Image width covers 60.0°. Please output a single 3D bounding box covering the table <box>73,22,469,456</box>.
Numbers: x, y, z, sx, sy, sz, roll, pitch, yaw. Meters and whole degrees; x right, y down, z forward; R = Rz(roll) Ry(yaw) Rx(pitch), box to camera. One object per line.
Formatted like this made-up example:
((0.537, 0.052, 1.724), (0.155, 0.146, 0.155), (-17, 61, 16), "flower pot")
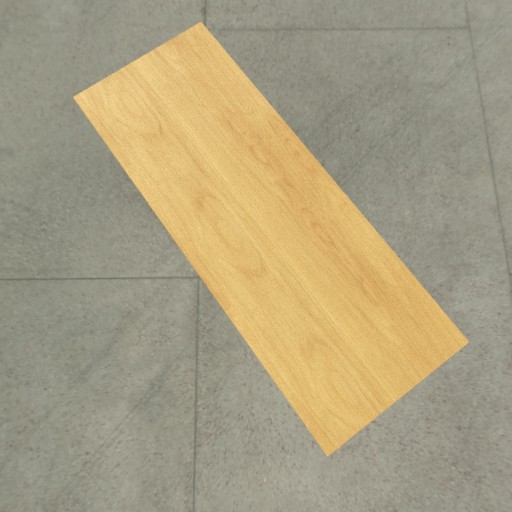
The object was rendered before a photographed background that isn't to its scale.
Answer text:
((0.000, 0.000, 1.253), (0.340, 0.728, 0.900), (-35, 78, -9), "table")
